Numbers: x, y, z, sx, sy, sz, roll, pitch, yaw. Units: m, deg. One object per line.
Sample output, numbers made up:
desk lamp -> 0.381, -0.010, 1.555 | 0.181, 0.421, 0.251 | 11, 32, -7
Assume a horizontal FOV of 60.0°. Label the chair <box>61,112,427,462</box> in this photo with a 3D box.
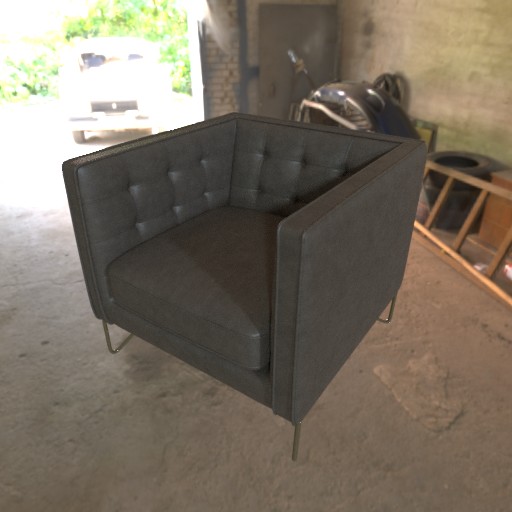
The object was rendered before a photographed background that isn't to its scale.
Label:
chair -> 0.000, 0.000, 1.617 | 0.880, 0.790, 0.894 | 19, 34, 30
